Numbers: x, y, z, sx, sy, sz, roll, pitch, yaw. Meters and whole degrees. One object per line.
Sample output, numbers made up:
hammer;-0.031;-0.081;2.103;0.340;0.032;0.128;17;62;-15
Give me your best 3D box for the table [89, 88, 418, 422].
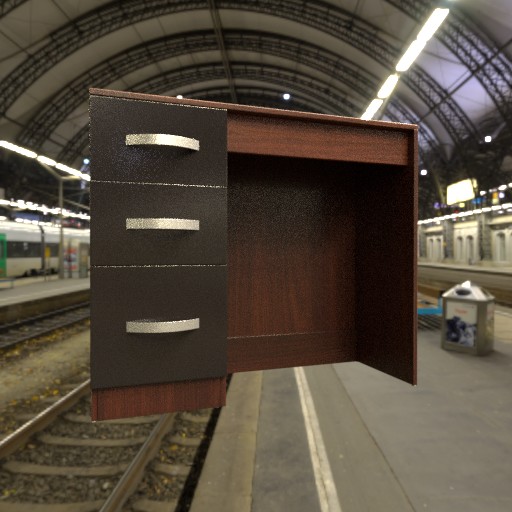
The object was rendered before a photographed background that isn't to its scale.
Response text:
table;0.000;0.000;1.336;0.930;0.790;0.380;0;1;-19
